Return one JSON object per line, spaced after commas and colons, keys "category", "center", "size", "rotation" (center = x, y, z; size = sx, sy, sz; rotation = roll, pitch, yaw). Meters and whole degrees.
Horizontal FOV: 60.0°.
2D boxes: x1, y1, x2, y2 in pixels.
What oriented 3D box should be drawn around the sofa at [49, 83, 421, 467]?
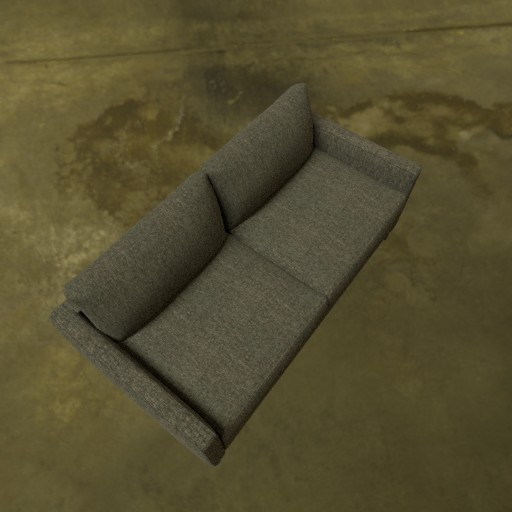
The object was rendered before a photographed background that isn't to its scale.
{"category": "sofa", "center": [0.000, 0.000, 2.179], "size": [0.866, 0.862, 1.716], "rotation": [33, 64, 19]}
